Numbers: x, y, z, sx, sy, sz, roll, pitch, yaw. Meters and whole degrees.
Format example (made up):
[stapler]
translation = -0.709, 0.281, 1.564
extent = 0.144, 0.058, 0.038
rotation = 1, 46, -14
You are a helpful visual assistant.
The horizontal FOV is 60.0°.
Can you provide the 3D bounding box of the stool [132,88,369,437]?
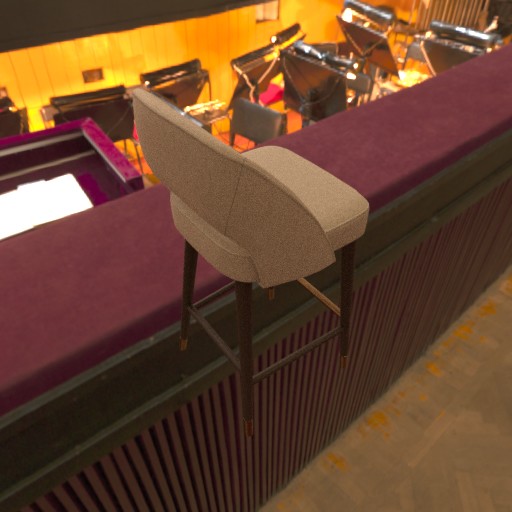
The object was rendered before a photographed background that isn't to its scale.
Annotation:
[stool]
translation = 0.000, 0.000, 1.310
extent = 0.509, 1.037, 0.494
rotation = -27, 48, -27
